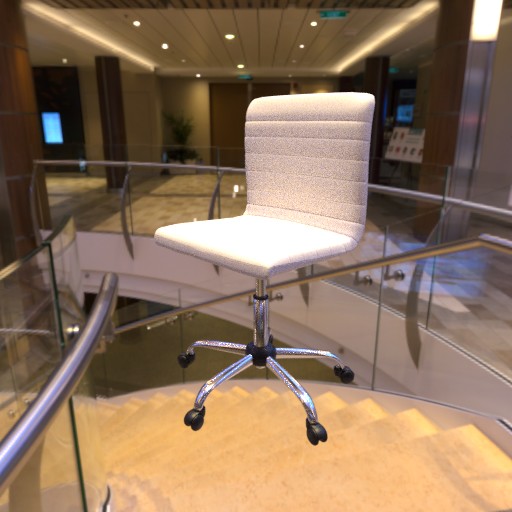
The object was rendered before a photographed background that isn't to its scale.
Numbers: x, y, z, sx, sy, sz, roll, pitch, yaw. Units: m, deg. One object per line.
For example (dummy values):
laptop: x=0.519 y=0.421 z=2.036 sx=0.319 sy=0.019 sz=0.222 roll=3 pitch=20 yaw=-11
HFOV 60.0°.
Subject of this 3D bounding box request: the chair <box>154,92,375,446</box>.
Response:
chair: x=0.000 y=0.000 z=1.072 sx=0.520 sy=0.750 sz=0.455 roll=16 pitch=23 yaw=42
